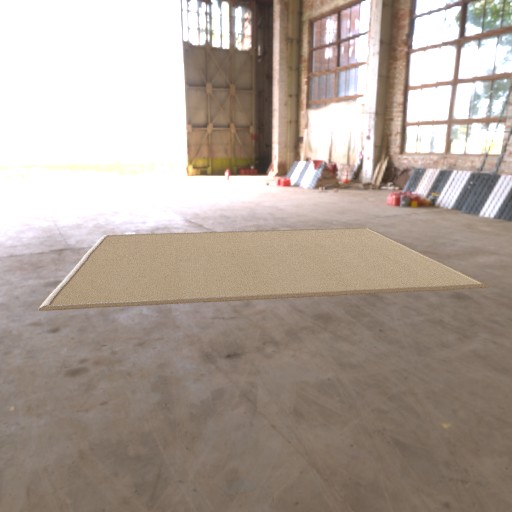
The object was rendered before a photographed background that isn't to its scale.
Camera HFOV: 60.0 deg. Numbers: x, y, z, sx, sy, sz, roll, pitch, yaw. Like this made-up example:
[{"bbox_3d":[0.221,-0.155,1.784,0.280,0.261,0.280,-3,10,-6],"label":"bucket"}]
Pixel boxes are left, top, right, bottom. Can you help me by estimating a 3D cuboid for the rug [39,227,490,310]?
[{"bbox_3d":[0.000,0.000,2.715,2.081,0.020,1.525,-2,14,-8],"label":"rug"}]
